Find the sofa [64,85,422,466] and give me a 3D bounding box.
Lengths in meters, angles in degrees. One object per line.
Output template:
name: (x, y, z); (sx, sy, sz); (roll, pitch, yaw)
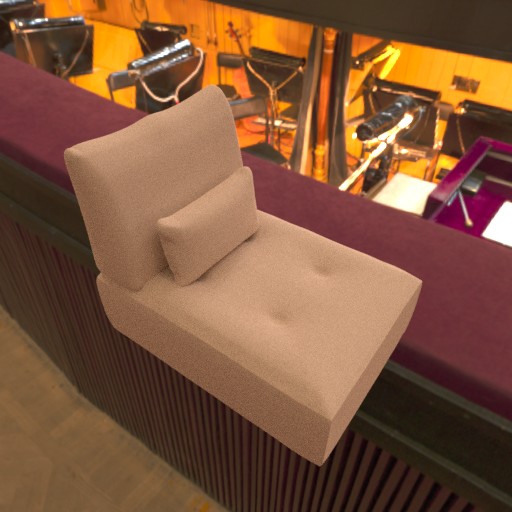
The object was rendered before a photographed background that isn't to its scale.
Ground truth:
sofa: (0.000, 0.000, 1.547); (1.000, 0.820, 0.700); (25, 47, 27)
